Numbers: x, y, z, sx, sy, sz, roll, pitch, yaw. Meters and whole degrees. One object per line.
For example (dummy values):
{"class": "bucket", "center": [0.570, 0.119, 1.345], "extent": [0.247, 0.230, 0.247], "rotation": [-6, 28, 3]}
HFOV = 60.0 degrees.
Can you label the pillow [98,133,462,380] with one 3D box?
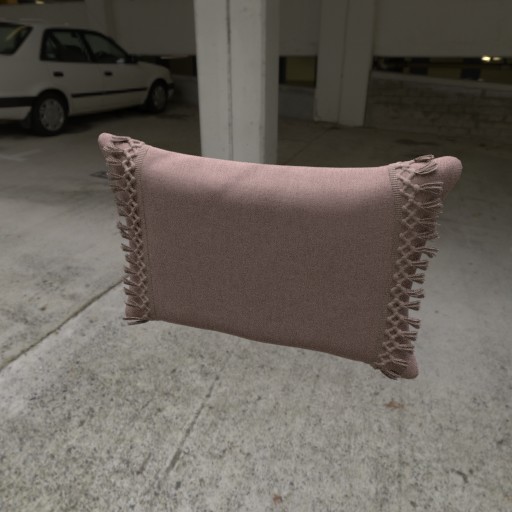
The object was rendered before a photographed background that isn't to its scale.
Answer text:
{"class": "pillow", "center": [0.000, 0.000, 0.603], "extent": [0.466, 0.305, 0.084], "rotation": [9, 27, 18]}
